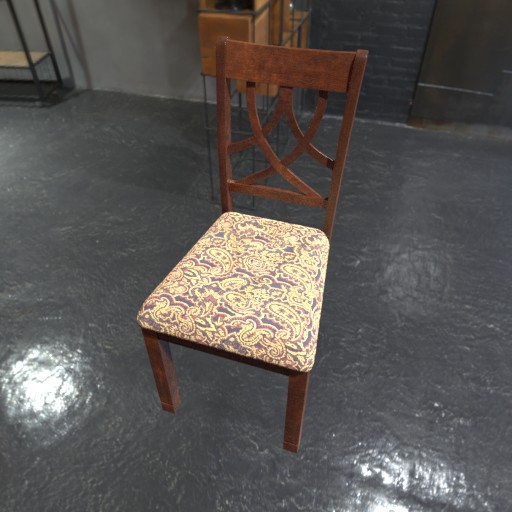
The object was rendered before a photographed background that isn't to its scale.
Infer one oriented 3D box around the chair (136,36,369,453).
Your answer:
[{"bbox_3d":[0.000,0.000,1.234,0.457,0.965,0.584,12,43,14],"label":"chair"}]
